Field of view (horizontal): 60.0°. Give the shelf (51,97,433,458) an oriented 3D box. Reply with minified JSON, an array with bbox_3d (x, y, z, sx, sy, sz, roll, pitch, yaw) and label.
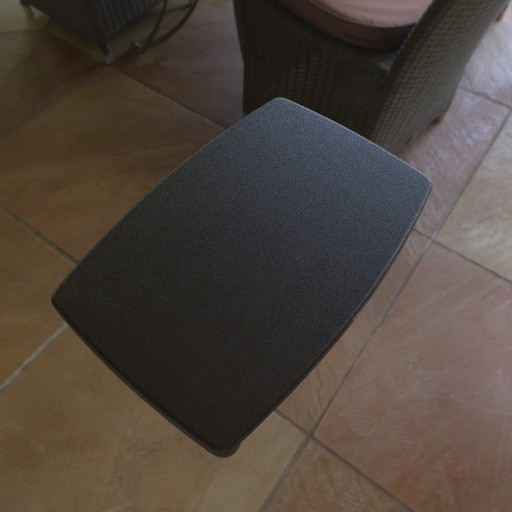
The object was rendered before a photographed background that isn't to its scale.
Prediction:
[{"bbox_3d":[0.000,0.000,0.537,0.280,0.100,0.410,35,66,18],"label":"shelf"}]
